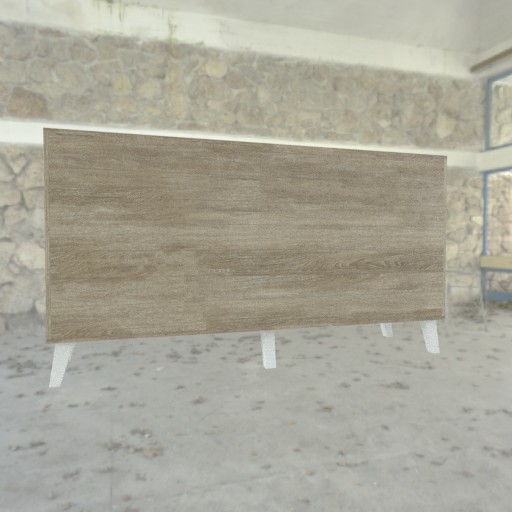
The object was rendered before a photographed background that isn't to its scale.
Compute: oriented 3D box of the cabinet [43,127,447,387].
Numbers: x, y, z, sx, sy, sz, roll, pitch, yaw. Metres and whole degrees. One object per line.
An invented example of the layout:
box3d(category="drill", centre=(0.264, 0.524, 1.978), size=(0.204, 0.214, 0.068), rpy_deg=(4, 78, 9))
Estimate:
box3d(category="cabinet", centre=(0.000, 0.000, 1.918), size=(1.600, 0.870, 0.450), rpy_deg=(-1, 2, -17))
